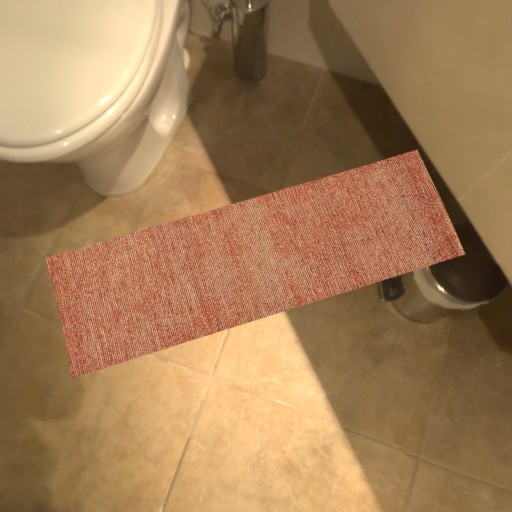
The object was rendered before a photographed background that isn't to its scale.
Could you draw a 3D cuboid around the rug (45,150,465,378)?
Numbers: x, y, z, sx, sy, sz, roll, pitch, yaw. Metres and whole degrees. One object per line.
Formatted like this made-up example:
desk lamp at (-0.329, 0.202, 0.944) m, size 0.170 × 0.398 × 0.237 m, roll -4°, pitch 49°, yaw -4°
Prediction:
rug at (0.000, 0.000, 2.588) m, size 2.353 × 0.013 × 0.718 m, roll -17°, pitch 75°, yaw -5°
